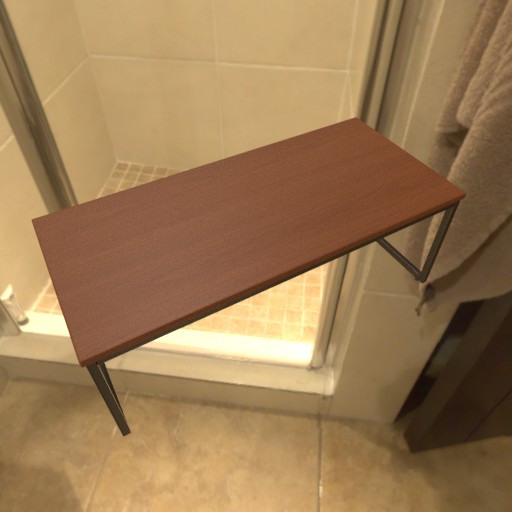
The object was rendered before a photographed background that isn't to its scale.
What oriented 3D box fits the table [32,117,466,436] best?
[{"bbox_3d":[0.000,0.000,1.368,1.100,0.400,0.500,-22,50,-20],"label":"table"}]
